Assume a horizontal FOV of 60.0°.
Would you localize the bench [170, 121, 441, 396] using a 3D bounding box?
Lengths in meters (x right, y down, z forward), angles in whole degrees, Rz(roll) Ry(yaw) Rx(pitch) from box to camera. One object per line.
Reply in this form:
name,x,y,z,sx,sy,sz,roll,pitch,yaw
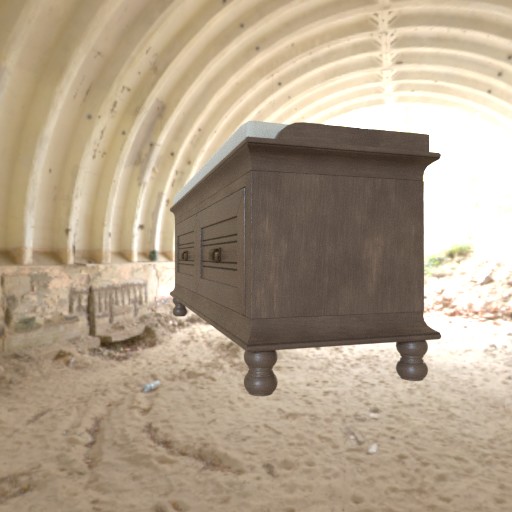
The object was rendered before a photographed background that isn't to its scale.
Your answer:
bench,0.000,0.000,1.384,0.402,0.501,1.185,0,0,-17
